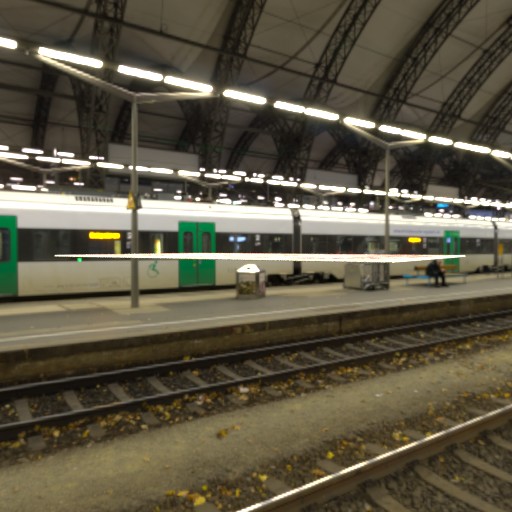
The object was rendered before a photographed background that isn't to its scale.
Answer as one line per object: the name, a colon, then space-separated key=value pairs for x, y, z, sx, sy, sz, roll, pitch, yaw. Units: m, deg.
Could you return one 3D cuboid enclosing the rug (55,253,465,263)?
rug: x=0.000 y=0.000 z=1.106 sx=0.868 sy=0.004 sz=0.556 roll=1 pitch=1 yaw=35
